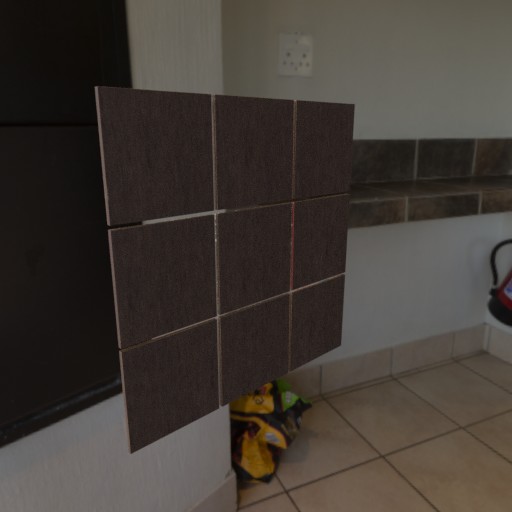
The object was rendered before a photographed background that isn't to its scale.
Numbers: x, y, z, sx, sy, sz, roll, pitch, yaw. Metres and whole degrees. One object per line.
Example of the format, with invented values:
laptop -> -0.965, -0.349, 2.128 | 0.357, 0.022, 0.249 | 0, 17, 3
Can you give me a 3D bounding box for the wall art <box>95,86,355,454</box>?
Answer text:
wall art -> 0.000, 0.000, 1.354 | 0.915, 0.914, 0.013 | -14, 21, -41
